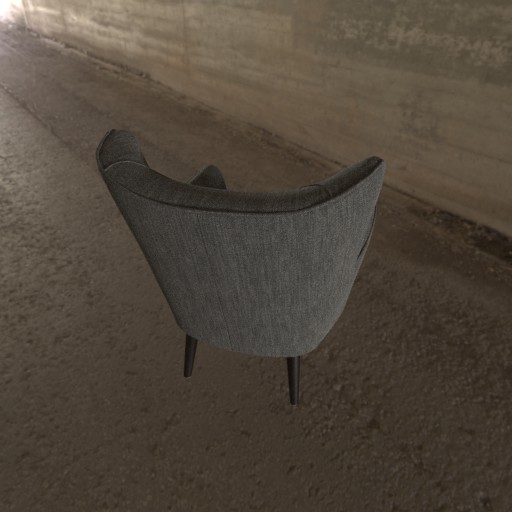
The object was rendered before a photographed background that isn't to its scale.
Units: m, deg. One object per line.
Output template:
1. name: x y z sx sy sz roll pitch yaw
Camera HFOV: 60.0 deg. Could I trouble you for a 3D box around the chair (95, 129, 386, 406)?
1. chair: 0.000 0.000 1.570 0.781 0.933 0.888 10 34 15
